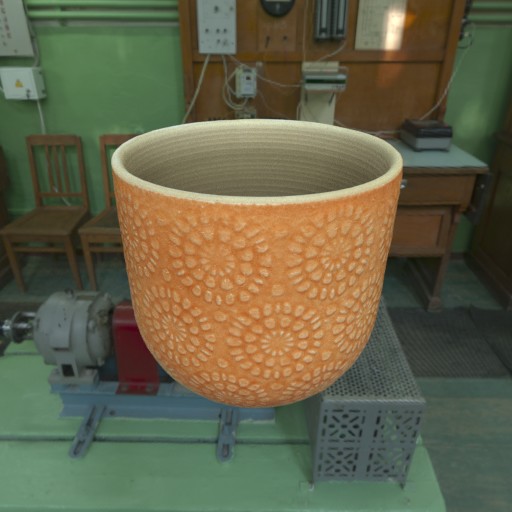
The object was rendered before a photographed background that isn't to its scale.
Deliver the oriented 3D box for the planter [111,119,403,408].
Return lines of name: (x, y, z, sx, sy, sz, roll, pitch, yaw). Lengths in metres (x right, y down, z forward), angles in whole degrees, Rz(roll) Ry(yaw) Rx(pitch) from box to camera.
planter: (0.000, 0.000, 0.295, 0.170, 0.152, 0.170, 0, 29, 0)
